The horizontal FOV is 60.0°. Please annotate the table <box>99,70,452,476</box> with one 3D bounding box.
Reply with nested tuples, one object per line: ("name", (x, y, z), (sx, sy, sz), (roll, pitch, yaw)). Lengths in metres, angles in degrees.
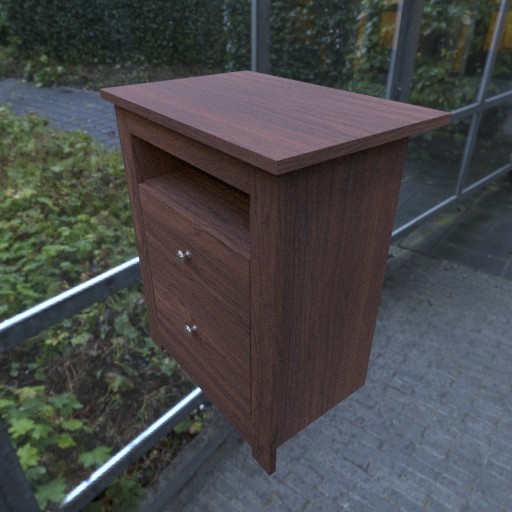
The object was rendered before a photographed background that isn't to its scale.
("table", (0.000, 0.000, 1.048), (0.406, 0.711, 0.589), (-22, 38, -32))
